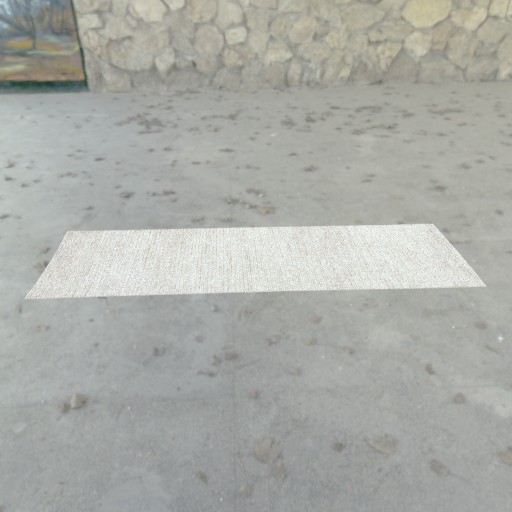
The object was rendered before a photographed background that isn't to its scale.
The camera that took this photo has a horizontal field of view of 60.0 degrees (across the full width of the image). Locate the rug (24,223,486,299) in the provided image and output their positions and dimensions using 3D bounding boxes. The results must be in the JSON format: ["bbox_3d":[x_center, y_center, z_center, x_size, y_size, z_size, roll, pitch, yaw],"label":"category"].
[{"bbox_3d":[0.000,0.000,2.531,2.346,0.013,0.712,-1,31,-2],"label":"rug"}]
